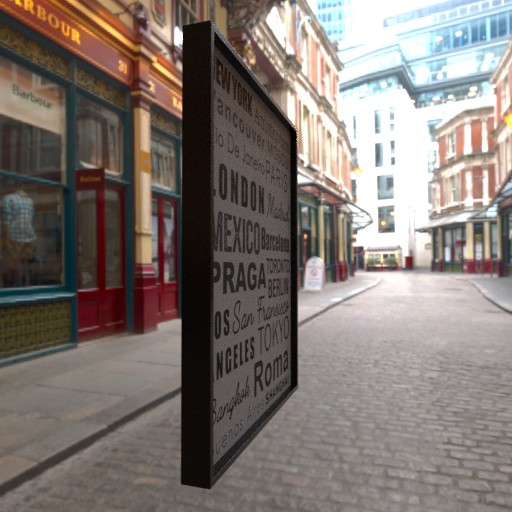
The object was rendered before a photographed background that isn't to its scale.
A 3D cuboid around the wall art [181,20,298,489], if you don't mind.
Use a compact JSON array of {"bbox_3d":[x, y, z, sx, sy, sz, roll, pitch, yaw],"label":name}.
[{"bbox_3d":[0.000,0.000,0.737,0.038,0.551,0.448,0,-1,19],"label":"wall art"}]
